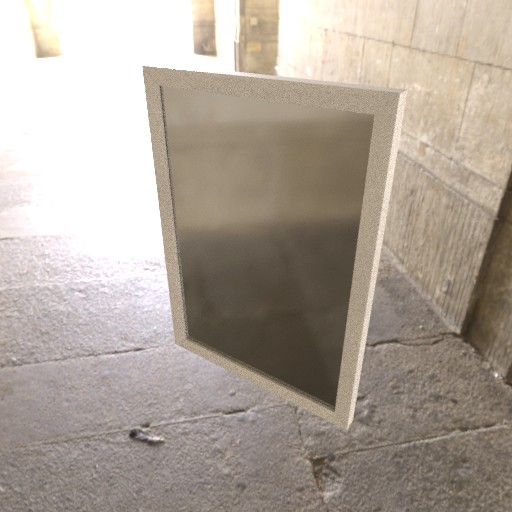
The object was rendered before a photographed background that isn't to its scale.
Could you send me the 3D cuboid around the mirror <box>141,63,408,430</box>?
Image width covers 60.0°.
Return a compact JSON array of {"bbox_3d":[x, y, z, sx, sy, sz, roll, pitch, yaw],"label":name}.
[{"bbox_3d":[0.000,0.000,0.931,0.507,0.710,0.040,19,35,28],"label":"mirror"}]
